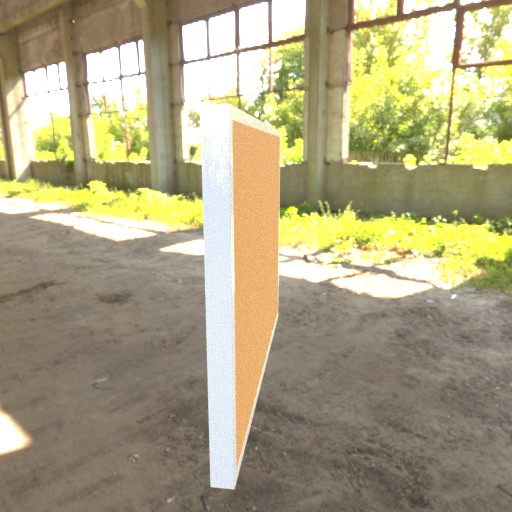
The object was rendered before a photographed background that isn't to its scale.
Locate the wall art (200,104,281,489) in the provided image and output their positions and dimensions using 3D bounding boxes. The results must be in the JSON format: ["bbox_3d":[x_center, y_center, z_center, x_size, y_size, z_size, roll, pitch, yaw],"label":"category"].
[{"bbox_3d":[0.000,0.000,1.368,0.053,0.787,1.041,2,13,8],"label":"wall art"}]
